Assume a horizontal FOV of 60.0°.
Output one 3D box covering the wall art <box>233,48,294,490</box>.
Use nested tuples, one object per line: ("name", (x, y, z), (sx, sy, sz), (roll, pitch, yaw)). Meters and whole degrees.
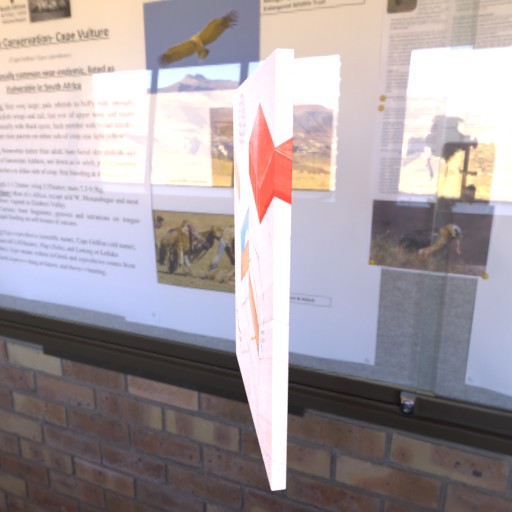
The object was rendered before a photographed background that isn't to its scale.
("wall art", (0.000, 0.000, 1.342), (0.045, 1.014, 0.759), (-2, 14, -9))
